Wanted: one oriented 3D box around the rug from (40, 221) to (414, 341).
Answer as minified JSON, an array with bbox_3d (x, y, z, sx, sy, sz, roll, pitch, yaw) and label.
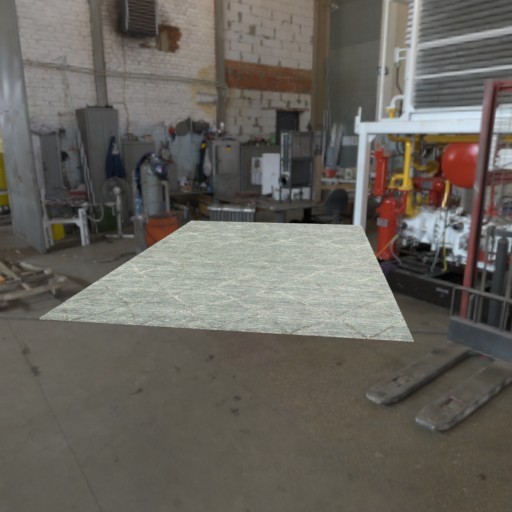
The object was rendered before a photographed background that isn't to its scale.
[{"bbox_3d":[0.000,0.000,2.858,1.521,0.006,2.283,2,15,8],"label":"rug"}]
